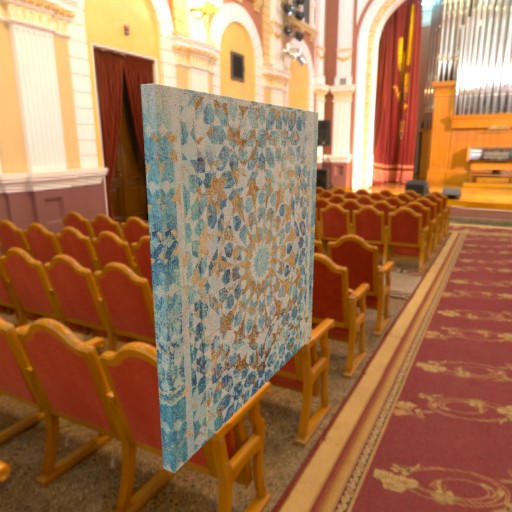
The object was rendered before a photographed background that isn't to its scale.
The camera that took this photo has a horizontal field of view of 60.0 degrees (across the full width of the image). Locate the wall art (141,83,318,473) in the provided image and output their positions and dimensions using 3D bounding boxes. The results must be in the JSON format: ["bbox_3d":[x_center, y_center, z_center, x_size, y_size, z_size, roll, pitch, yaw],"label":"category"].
[{"bbox_3d":[0.000,0.000,1.395,0.040,0.916,0.916,7,16,28],"label":"wall art"}]
